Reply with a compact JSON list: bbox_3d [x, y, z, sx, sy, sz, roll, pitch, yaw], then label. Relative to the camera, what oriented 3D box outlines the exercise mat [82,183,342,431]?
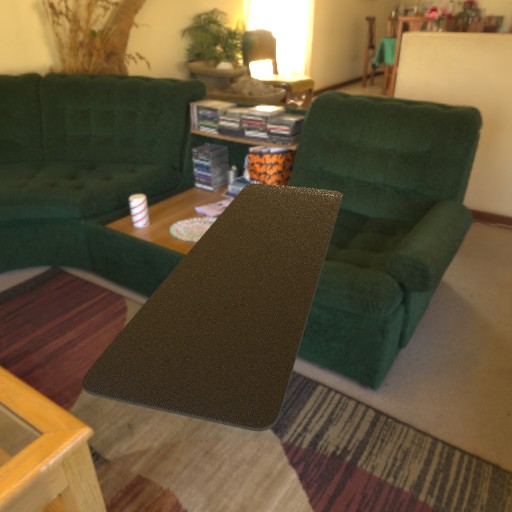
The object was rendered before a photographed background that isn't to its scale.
[{"bbox_3d":[0.000,0.000,2.045,0.616,0.021,1.869,8,30,13],"label":"exercise mat"}]
